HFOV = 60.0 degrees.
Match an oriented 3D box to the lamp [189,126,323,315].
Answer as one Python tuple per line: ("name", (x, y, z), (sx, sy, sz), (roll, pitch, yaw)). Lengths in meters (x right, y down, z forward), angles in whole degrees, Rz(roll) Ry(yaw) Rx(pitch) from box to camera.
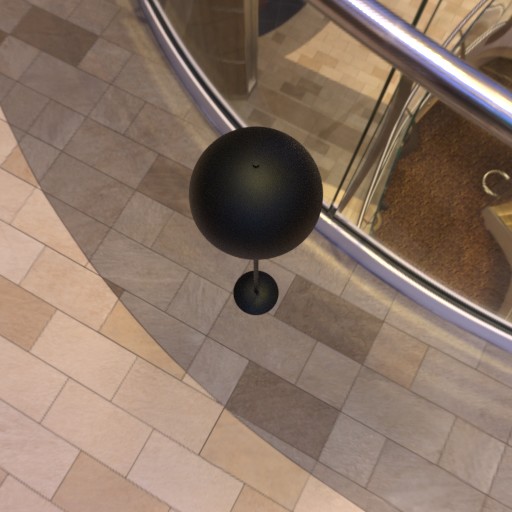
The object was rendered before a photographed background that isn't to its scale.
("lamp", (0.000, 0.000, 1.639), (0.328, 1.480, 0.328), (-17, 75, -4))
